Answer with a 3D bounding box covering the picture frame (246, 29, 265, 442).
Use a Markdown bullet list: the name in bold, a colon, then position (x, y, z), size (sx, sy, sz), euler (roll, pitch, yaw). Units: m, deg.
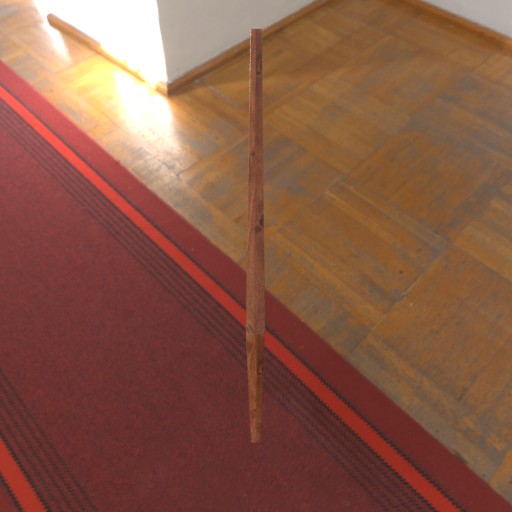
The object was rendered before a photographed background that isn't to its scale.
- **picture frame**: position (0.000, 0.000, 1.215), size (0.029, 0.817, 0.810), euler (0, 57, 0)
